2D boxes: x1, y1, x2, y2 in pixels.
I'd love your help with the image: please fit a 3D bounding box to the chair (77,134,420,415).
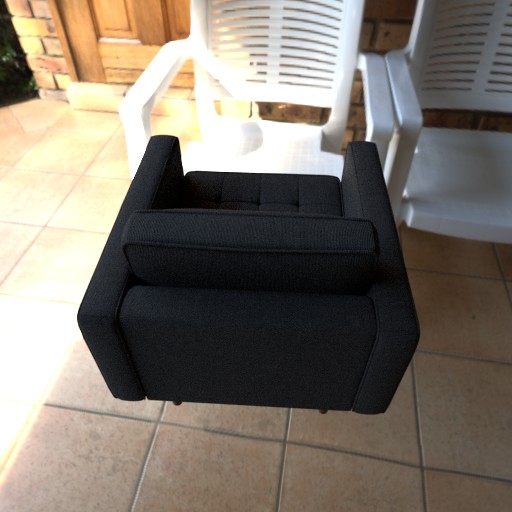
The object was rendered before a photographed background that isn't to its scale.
[{"bbox_3d":[0.000,0.000,1.569,0.899,0.770,0.919,2,46,2],"label":"chair"}]
